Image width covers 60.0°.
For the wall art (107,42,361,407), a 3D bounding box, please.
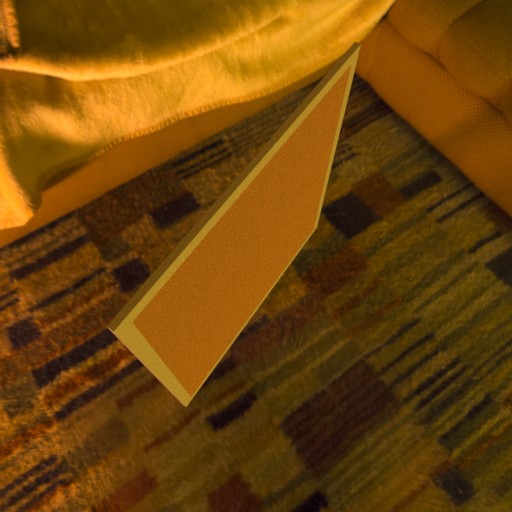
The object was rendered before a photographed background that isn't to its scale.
[{"bbox_3d":[0.000,0.000,0.682,0.009,0.457,0.456,32,67,15],"label":"wall art"}]
